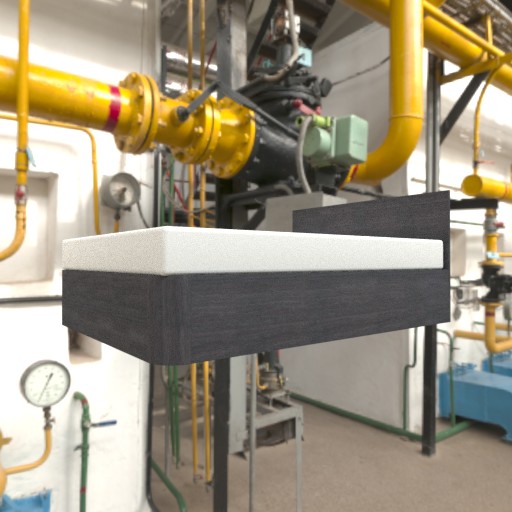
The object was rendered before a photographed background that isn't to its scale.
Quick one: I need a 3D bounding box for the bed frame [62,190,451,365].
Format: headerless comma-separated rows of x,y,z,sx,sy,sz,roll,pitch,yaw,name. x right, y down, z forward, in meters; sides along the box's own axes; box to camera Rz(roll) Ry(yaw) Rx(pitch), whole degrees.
0.000,0.000,2.665,1.900,0.800,1.400,0,-1,-38,bed frame
